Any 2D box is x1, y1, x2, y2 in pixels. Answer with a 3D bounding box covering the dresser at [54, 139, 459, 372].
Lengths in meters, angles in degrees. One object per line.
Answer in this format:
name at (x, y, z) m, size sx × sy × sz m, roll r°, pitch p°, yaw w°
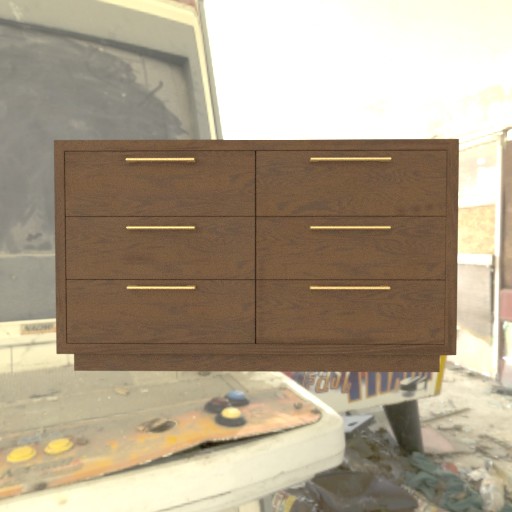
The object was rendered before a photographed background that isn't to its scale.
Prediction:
dresser at (0.000, 0.000, 1.897) m, size 1.523 × 0.889 × 0.512 m, roll 0°, pitch 2°, yaw 1°
